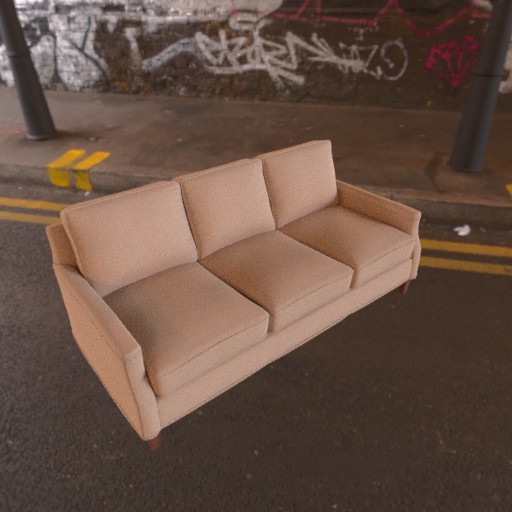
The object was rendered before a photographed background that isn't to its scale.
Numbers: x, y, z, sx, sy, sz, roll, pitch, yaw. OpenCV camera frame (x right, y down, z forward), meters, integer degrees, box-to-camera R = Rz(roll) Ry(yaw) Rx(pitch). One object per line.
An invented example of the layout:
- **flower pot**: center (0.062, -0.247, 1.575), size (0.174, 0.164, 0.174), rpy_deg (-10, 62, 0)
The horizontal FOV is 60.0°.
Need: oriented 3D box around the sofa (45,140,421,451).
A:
- **sofa**: center (0.000, 0.000, 2.860), size (2.246, 1.003, 1.084), rpy_deg (-23, 38, -33)
